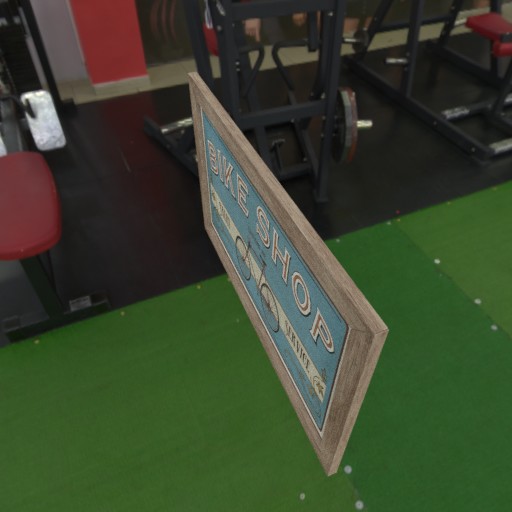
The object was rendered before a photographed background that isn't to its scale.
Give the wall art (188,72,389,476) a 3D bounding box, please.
[{"bbox_3d":[0.000,0.000,0.944,0.021,0.480,0.780,-16,48,-15],"label":"wall art"}]
